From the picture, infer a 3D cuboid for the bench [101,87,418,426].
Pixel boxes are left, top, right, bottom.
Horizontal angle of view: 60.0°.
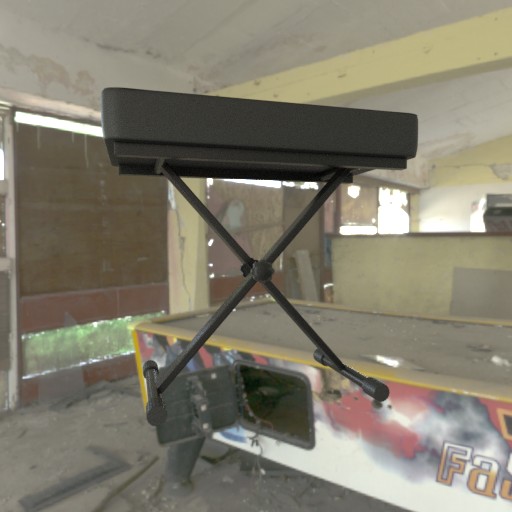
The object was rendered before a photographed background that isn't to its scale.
[{"bbox_3d":[0.000,0.000,0.940,0.600,0.561,0.300,-1,2,-15],"label":"bench"}]
